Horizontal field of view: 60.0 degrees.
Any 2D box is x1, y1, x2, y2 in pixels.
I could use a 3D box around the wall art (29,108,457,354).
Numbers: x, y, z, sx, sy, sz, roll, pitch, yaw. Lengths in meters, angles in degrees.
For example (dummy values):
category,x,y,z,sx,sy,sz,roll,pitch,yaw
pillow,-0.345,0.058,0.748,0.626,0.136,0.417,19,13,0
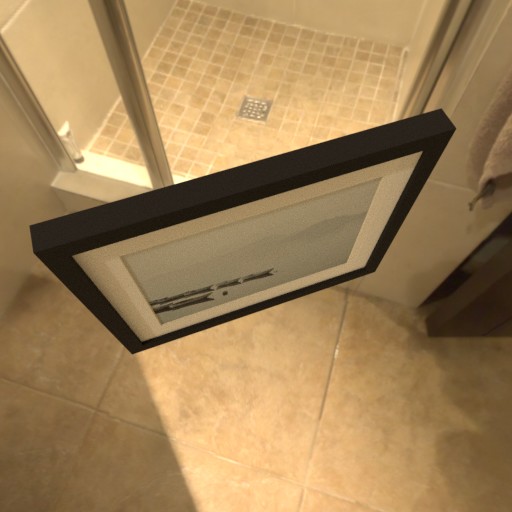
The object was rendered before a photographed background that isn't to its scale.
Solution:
category,x,y,z,sx,sy,sz,roll,pitch,yaw
wall art,0.000,0.000,0.543,0.397,0.325,0.028,-18,64,-9
